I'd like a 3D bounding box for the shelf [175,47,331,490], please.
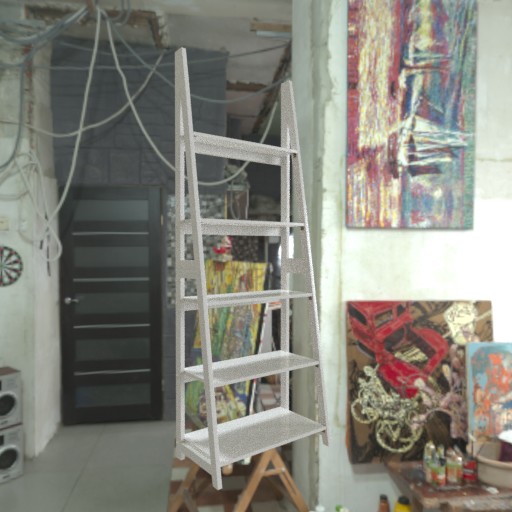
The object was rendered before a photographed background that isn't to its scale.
[{"bbox_3d":[0.000,0.000,2.006,0.636,1.779,0.341,-1,1,-38],"label":"shelf"}]
